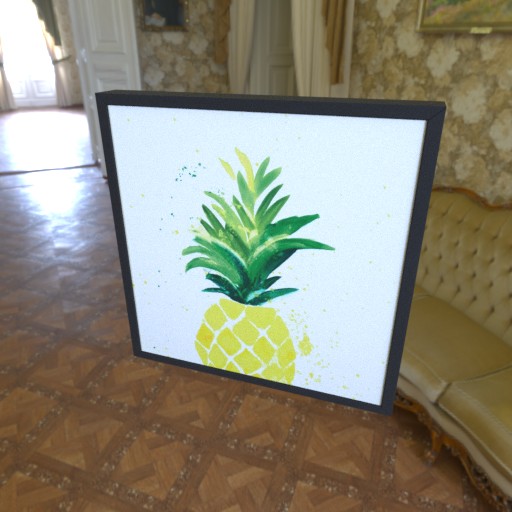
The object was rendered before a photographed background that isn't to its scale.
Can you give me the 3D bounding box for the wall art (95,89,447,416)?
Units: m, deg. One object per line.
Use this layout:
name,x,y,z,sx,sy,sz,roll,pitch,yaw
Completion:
wall art,0.000,0.000,0.448,0.305,0.304,0.033,8,27,17
